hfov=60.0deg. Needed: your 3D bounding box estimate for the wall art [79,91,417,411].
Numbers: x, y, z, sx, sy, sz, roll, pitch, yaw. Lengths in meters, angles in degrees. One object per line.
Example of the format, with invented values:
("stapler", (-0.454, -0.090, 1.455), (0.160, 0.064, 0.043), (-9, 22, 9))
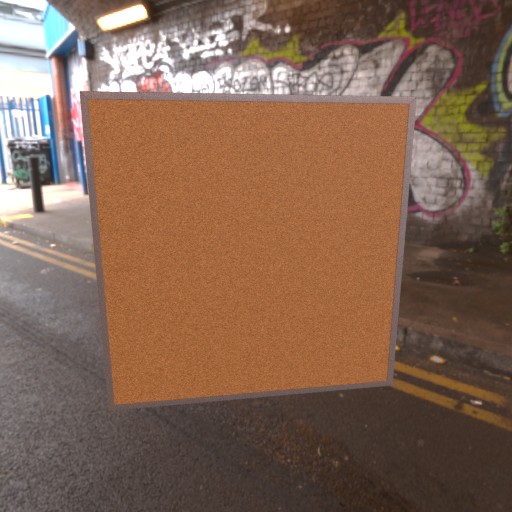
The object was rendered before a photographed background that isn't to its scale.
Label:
("wall art", (0.000, 0.000, 0.509), (0.349, 0.349, 0.028), (-2, 14, -9))
